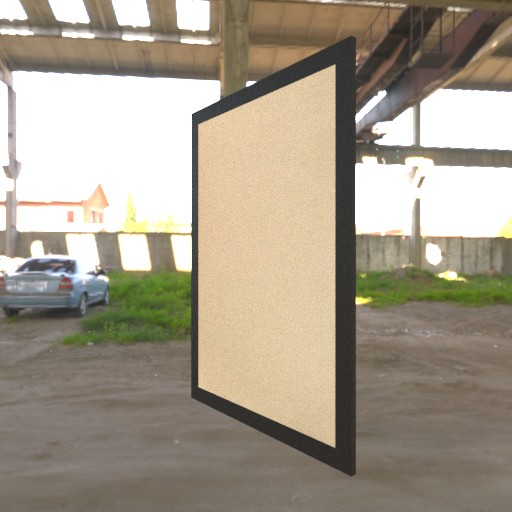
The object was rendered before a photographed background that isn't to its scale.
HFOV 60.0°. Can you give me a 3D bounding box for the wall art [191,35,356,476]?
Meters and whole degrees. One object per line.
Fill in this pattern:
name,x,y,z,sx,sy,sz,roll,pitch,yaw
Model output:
wall art,0.000,0.000,0.683,0.008,0.530,0.379,0,0,-39
